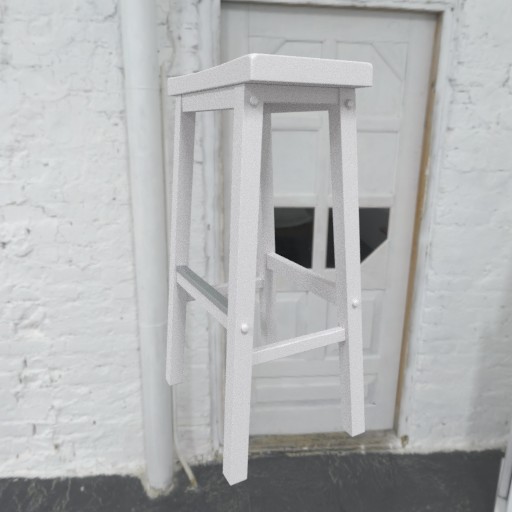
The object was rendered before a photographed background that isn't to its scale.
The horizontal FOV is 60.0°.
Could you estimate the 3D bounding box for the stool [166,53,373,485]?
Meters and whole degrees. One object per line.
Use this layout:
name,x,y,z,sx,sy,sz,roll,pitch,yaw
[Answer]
stool,0.000,0.000,0.961,0.322,0.742,0.406,-8,18,-27
